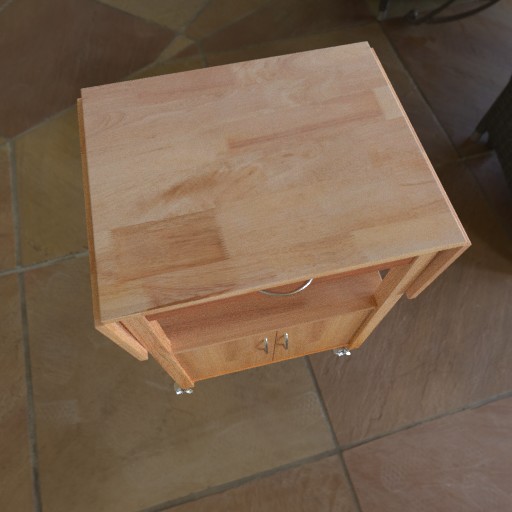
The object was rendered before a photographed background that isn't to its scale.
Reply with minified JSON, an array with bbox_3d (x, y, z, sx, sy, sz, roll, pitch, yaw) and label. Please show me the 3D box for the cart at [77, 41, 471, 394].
[{"bbox_3d":[0.000,0.000,1.193,0.640,0.838,0.508,-12,65,-6],"label":"cart"}]
